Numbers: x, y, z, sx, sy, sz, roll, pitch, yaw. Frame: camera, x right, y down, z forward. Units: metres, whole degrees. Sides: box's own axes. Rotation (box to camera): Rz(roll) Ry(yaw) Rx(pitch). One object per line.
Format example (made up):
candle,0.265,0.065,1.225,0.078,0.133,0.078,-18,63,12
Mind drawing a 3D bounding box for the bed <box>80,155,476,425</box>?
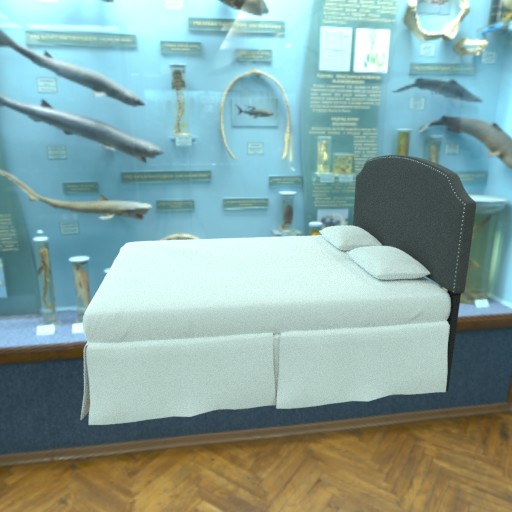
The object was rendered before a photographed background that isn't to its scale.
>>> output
bed,0.000,0.000,2.898,1.999,1.270,1.558,-2,16,-8
